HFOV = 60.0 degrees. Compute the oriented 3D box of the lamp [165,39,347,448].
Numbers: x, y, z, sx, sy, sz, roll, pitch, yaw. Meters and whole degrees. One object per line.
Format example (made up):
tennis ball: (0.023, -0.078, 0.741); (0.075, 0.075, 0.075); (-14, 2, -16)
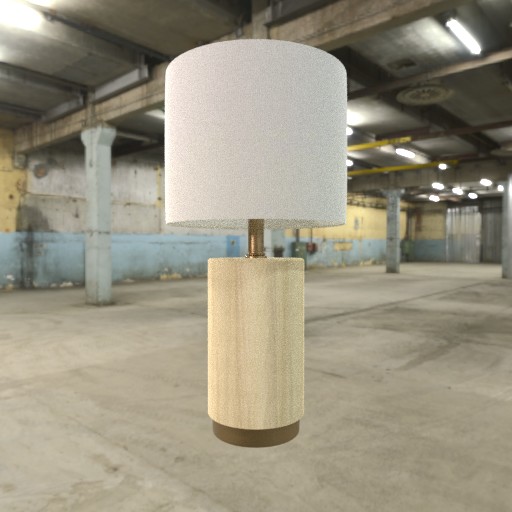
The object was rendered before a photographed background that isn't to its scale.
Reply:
lamp: (0.000, 0.000, 0.567); (0.228, 0.444, 0.228); (0, 1, -19)
